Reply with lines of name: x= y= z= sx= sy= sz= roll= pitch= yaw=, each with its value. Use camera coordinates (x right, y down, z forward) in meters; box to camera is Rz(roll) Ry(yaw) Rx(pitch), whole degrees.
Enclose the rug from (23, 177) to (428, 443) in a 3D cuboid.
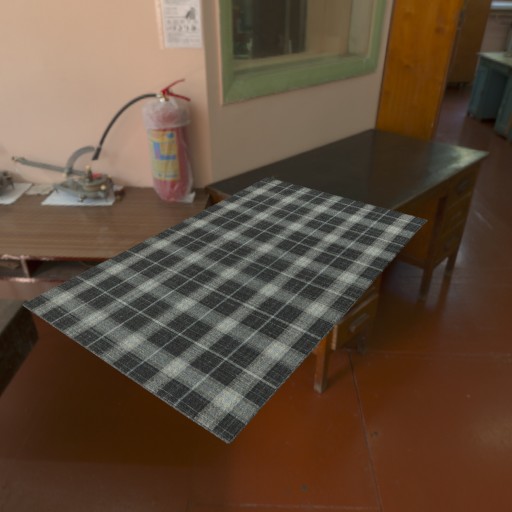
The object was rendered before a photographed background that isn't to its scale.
rug: x=0.000 y=0.000 z=2.966 sx=1.520 sy=0.015 sz=2.434 roll=21 pitch=37 yaw=30
